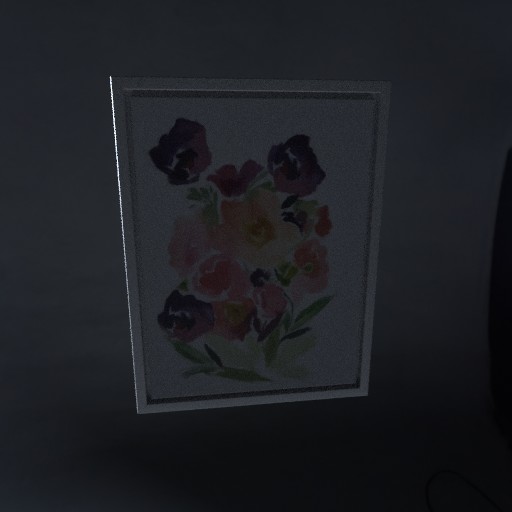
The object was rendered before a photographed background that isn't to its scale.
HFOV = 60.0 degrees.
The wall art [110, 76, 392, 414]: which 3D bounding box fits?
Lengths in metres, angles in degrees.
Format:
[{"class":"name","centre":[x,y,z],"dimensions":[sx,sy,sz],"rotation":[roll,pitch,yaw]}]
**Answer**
[{"class":"wall art","centre":[0.000,0.000,1.416],"dimensions":[0.805,1.056,0.042],"rotation":[-2,16,-8]}]
